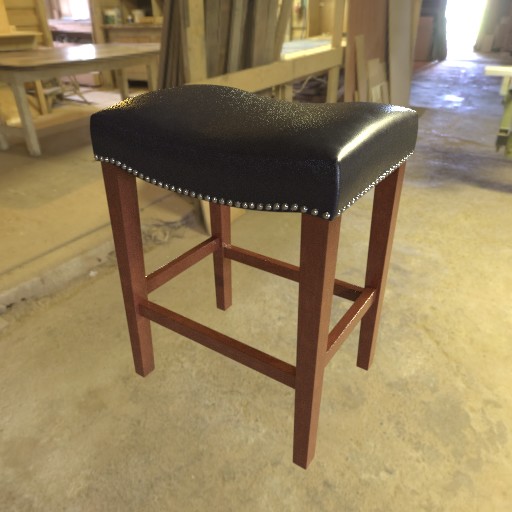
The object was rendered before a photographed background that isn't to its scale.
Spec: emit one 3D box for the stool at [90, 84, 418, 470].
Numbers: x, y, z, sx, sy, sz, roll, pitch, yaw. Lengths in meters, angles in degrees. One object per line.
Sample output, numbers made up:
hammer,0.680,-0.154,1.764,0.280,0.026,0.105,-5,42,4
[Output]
stool,0.000,0.000,0.960,0.504,0.654,0.372,18,34,29
